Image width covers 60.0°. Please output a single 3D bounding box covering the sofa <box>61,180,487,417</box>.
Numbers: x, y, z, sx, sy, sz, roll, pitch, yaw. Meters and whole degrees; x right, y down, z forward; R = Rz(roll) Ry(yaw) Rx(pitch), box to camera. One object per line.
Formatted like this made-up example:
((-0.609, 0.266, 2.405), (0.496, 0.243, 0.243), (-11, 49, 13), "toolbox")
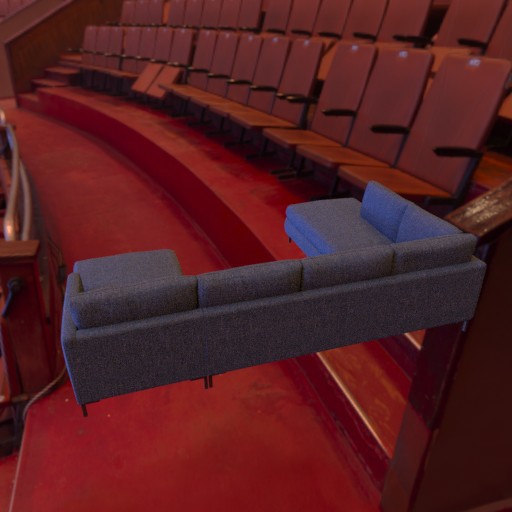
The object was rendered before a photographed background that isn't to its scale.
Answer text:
((0.000, 0.000, 3.484), (2.737, 0.753, 1.879), (-8, 28, -16), "sofa")
